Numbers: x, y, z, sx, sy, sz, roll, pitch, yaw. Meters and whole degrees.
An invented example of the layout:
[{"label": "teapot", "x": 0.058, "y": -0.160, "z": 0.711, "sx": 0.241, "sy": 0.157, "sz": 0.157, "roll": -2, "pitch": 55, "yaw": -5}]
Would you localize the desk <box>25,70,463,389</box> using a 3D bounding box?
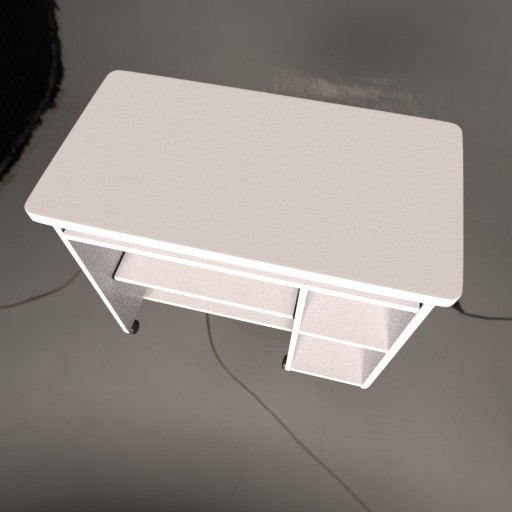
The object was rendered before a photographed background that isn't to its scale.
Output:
[{"label": "desk", "x": 0.000, "y": 0.000, "z": 1.289, "sx": 0.877, "sy": 0.763, "sz": 0.475, "roll": 12, "pitch": 59, "yaw": 7}]
